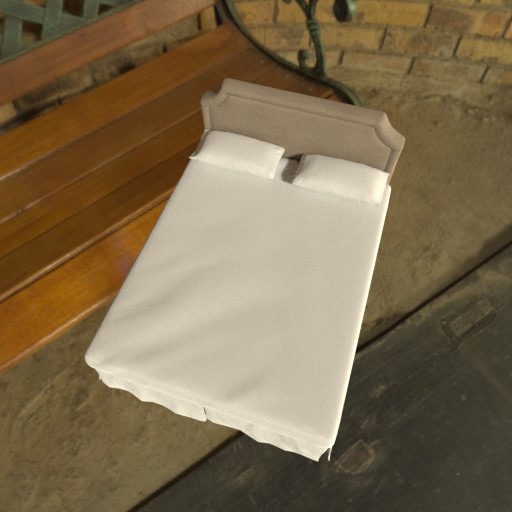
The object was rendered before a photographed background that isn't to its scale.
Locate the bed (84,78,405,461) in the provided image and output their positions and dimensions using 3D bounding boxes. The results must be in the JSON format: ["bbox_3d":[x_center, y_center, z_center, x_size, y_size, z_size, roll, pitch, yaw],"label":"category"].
[{"bbox_3d":[0.000,0.000,3.594,1.977,1.293,2.498,16,60,9],"label":"bed"}]
